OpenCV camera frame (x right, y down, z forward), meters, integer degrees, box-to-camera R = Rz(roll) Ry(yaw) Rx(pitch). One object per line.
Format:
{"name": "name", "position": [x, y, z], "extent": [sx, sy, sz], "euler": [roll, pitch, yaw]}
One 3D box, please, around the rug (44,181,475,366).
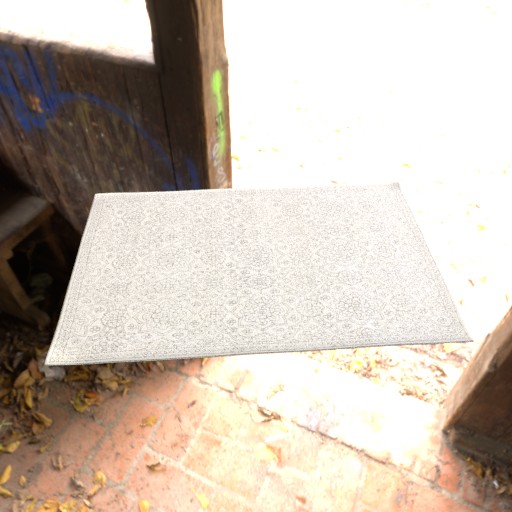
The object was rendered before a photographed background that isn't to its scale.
{"name": "rug", "position": [0.000, 0.000, 2.407], "extent": [1.947, 0.023, 1.214], "euler": [-3, 47, -3]}
